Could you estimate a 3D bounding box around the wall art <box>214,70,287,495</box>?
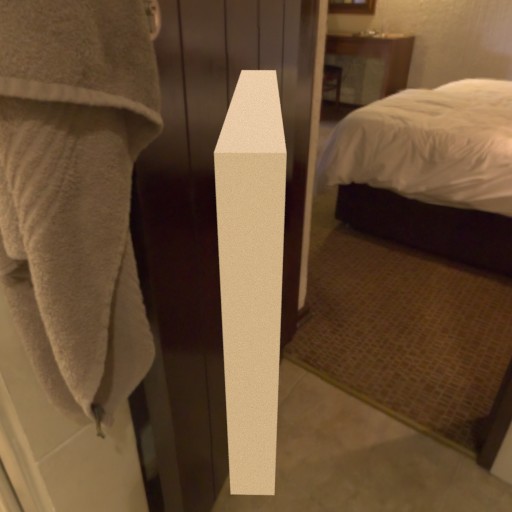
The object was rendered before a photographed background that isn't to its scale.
[{"bbox_3d":[0.000,0.000,0.442,0.038,0.304,0.305,1,30,1],"label":"wall art"}]
